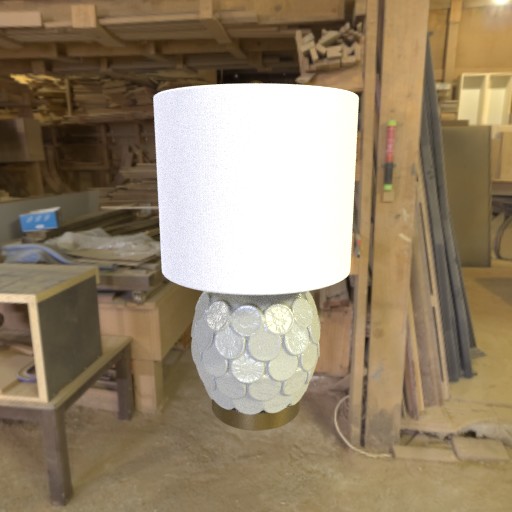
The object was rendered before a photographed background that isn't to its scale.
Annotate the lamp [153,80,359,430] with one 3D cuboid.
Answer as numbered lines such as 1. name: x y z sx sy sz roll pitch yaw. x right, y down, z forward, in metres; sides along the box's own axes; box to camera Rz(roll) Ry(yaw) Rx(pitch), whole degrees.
1. lamp: 0.000 0.000 0.608 0.254 0.452 0.254 0 13 0
